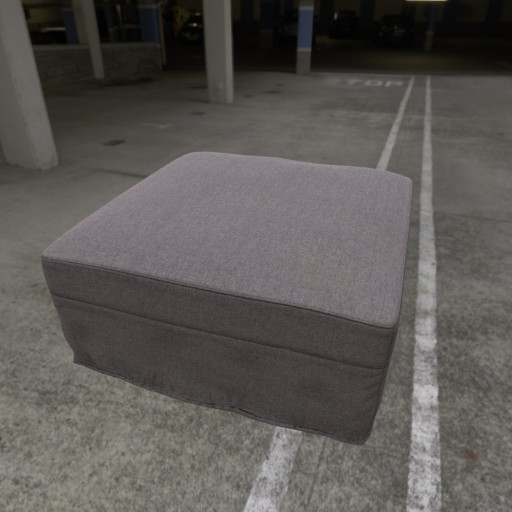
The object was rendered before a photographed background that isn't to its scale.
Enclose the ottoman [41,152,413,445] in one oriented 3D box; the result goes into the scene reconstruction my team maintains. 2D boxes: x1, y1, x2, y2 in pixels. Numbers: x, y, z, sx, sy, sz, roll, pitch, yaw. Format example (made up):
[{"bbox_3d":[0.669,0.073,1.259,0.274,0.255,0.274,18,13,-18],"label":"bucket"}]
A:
[{"bbox_3d":[0.000,0.000,1.341,0.843,0.436,0.840,10,32,16],"label":"ottoman"}]
